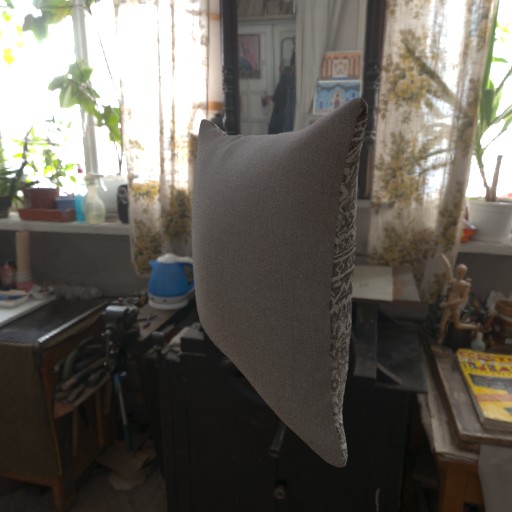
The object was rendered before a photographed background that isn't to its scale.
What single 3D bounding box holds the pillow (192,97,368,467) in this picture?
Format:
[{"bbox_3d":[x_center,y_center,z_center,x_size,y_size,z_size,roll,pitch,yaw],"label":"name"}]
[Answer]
[{"bbox_3d":[0.000,0.000,0.782,0.180,0.487,0.546,-7,16,-25],"label":"pillow"}]
